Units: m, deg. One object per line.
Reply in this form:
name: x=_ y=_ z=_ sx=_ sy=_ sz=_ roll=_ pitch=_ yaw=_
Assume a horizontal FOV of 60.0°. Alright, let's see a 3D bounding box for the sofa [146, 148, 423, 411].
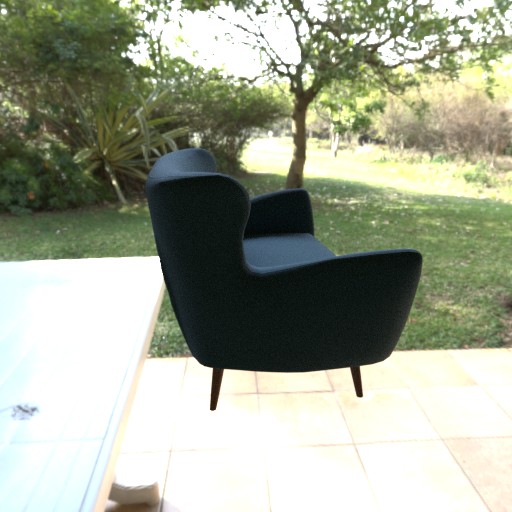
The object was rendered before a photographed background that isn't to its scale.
sofa: x=0.000 y=0.000 z=2.015 sx=0.889 sy=0.889 sz=1.397 roll=-3 pitch=17 yaw=-9
